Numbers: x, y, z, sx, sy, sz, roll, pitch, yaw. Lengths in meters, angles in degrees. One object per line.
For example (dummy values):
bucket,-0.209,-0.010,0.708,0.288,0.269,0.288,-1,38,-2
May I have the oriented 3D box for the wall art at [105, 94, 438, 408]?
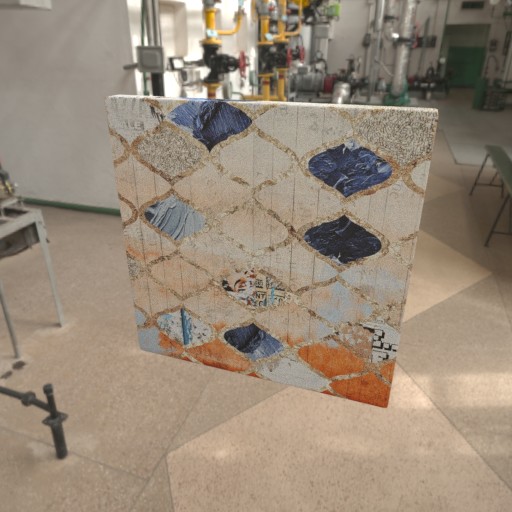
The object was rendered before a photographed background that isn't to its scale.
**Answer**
wall art,0.000,0.000,0.767,0.507,0.508,0.038,9,27,17
